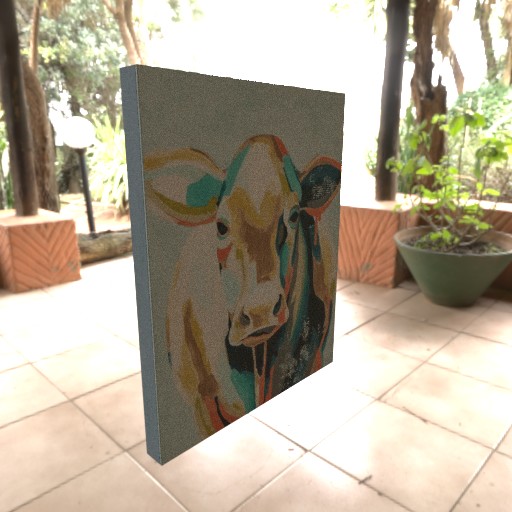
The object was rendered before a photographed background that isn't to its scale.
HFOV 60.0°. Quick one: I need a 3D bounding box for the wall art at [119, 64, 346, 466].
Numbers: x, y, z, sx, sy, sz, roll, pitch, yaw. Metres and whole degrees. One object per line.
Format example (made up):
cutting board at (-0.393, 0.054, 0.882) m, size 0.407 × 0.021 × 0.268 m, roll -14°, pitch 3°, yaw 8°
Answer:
wall art at (0.000, 0.000, 0.695) m, size 0.037 × 0.509 × 0.409 m, roll 13°, pitch 20°, yaw 42°
